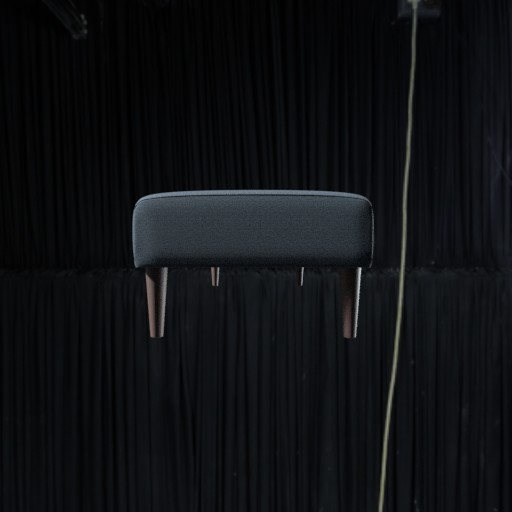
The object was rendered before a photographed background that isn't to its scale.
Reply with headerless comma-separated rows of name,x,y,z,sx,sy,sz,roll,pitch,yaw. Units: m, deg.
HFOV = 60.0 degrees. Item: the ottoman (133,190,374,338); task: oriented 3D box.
ottoman,0.000,0.000,1.921,0.646,0.393,1.609,0,1,1
